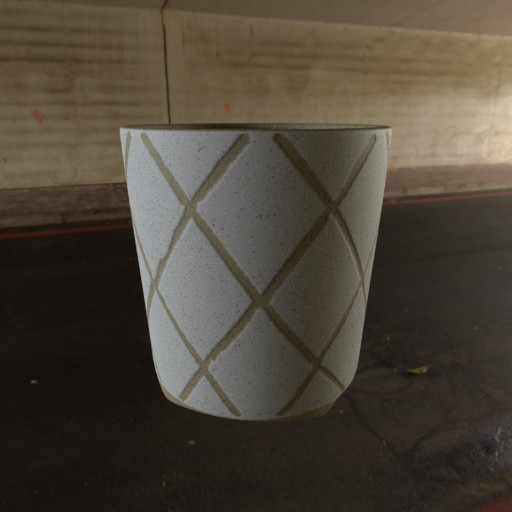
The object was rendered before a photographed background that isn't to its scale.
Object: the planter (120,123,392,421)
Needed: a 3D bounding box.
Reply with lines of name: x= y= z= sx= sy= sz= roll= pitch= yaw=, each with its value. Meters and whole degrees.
planter: x=0.000 y=0.000 z=0.353 sx=0.191 sy=0.199 sz=0.191 roll=0 pitch=18 yaw=0
